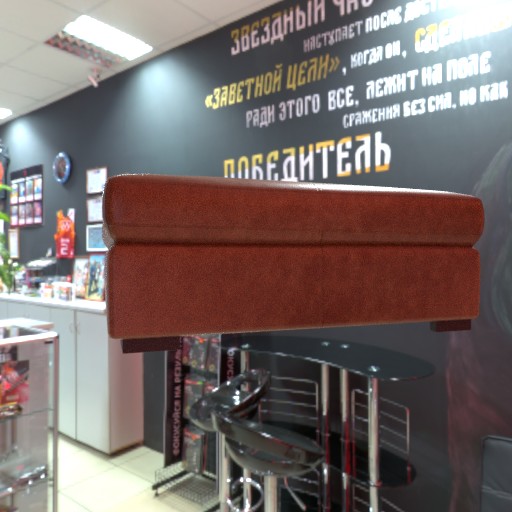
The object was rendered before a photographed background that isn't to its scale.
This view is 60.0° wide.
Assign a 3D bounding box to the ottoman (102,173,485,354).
[{"bbox_3d":[0.000,0.000,1.779,1.168,0.483,1.169,0,0,-19],"label":"ottoman"}]
